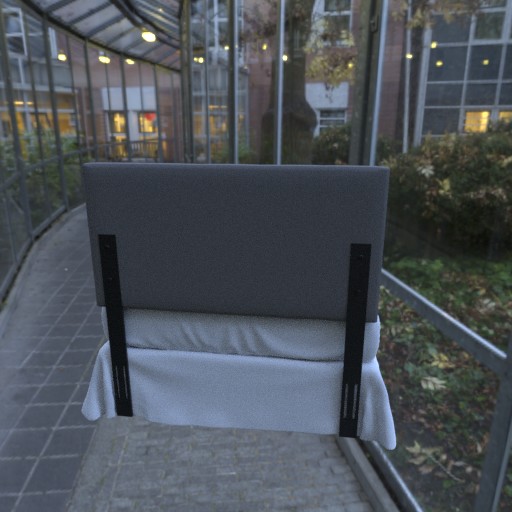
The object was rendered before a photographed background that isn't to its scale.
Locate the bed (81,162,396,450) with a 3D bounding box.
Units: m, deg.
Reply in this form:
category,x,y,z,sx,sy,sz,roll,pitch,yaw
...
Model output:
category,x,y,z,sx,sy,sz,roll,pitch,yaw
bed,0.000,0.000,3.462,1.936,1.577,2.222,2,17,8
